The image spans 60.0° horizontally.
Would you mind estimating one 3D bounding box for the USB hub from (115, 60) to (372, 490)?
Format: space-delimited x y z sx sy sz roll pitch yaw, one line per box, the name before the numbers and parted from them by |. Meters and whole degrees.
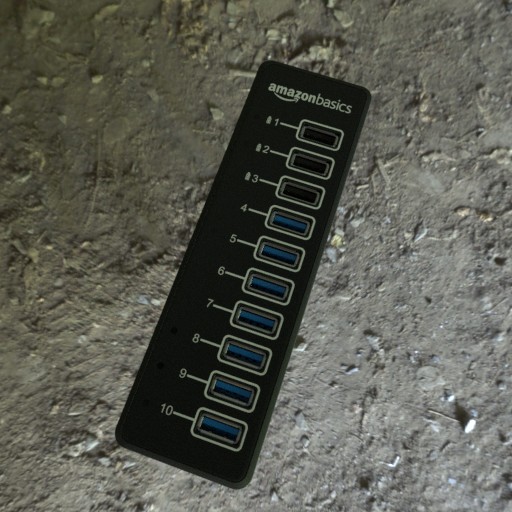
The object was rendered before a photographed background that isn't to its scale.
USB hub | 0.000 0.000 0.160 0.044 0.023 0.145 18 76 5
